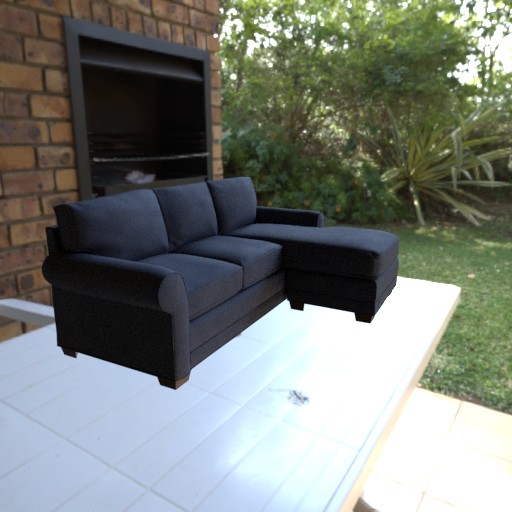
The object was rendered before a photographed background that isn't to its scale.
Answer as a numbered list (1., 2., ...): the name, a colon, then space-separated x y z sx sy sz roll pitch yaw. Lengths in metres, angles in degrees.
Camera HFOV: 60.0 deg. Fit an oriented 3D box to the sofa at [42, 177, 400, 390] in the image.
1. sofa: 0.000 0.000 3.457 1.780 1.063 2.567 8 16 27
